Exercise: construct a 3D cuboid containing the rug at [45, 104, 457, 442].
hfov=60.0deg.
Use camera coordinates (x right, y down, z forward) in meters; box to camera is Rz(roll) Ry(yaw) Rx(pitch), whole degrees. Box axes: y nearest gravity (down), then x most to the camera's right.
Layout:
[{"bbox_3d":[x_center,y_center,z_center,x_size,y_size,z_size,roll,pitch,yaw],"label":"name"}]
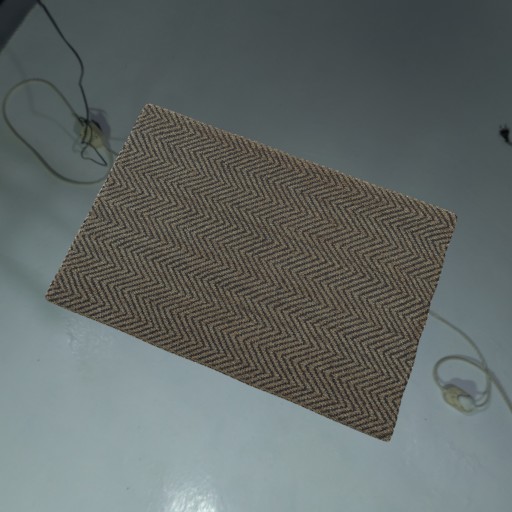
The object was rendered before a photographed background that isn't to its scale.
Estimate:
[{"bbox_3d":[0.000,0.000,2.293,1.828,0.008,1.219,21,76,5],"label":"rug"}]
